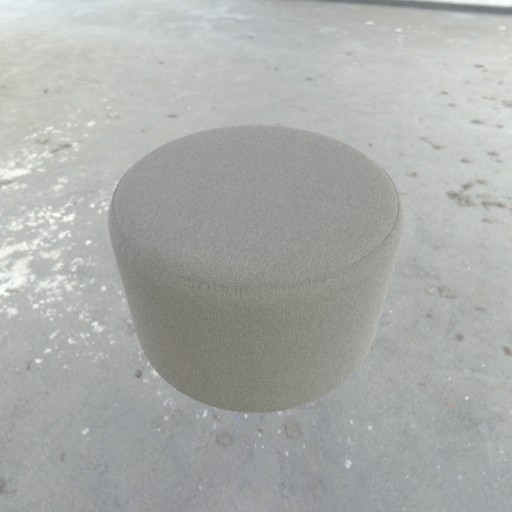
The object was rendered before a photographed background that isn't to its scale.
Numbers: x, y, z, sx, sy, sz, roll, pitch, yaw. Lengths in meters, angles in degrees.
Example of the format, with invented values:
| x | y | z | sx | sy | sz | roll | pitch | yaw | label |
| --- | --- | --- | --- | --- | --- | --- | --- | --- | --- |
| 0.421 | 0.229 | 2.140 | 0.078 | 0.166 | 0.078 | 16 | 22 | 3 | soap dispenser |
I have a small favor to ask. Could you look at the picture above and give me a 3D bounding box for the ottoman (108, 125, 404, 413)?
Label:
| x | y | z | sx | sy | sz | roll | pitch | yaw | label |
| --- | --- | --- | --- | --- | --- | --- | --- | --- | --- |
| 0.000 | 0.000 | 1.036 | 0.608 | 0.433 | 0.608 | 0 | 41 | 0 | ottoman |
